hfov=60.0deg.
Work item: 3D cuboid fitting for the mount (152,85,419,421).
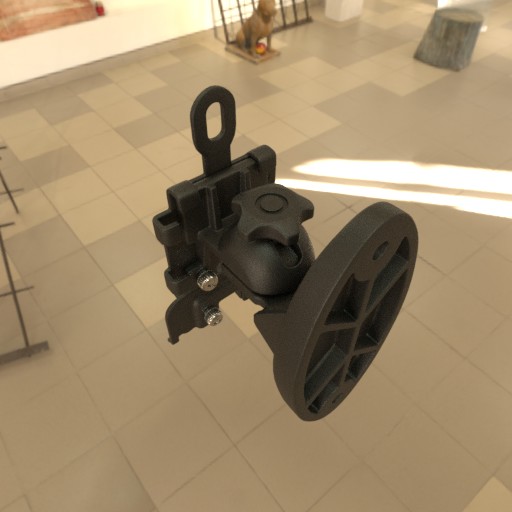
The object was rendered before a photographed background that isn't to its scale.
[{"bbox_3d":[0.000,0.000,0.170,0.066,0.118,0.100,-31,54,-26],"label":"mount"}]
